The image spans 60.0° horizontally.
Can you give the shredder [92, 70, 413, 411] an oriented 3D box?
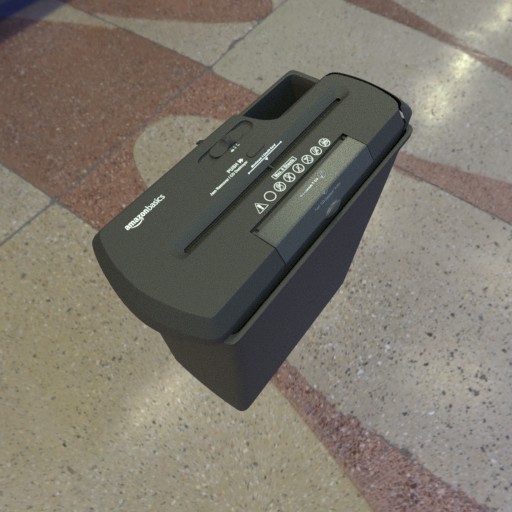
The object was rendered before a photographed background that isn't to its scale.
[{"bbox_3d":[0.000,0.000,0.516,0.170,0.335,0.320,33,64,18],"label":"shredder"}]
